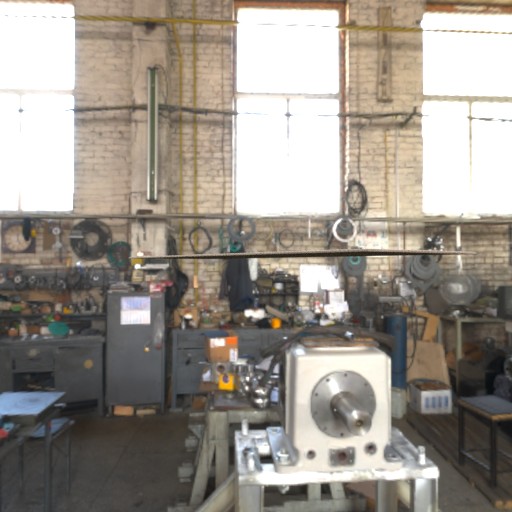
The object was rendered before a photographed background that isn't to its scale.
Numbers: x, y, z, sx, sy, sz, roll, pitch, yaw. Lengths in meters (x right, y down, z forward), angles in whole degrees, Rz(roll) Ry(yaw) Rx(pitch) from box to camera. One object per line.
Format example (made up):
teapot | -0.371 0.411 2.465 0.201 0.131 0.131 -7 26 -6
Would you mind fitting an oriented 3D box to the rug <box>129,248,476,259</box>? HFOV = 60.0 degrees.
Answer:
rug | 0.000 0.000 2.819 0.769 0.012 2.448 1 -1 -36
